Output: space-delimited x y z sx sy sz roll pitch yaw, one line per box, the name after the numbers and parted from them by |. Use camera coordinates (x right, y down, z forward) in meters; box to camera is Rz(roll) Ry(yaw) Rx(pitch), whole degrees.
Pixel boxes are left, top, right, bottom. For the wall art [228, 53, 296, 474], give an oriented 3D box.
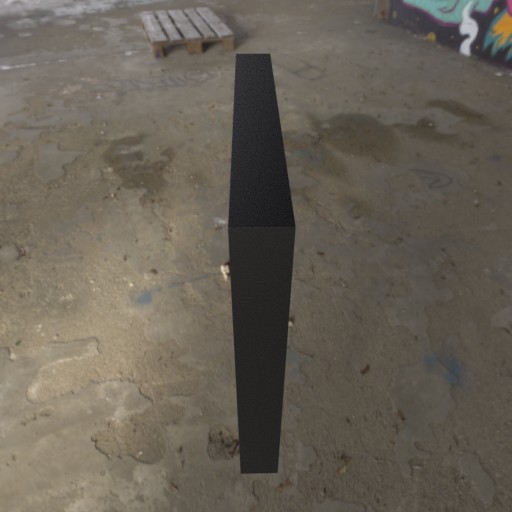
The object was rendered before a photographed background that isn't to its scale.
0.000 0.000 0.452 0.037 0.303 0.304 -1 41 -1 | wall art
